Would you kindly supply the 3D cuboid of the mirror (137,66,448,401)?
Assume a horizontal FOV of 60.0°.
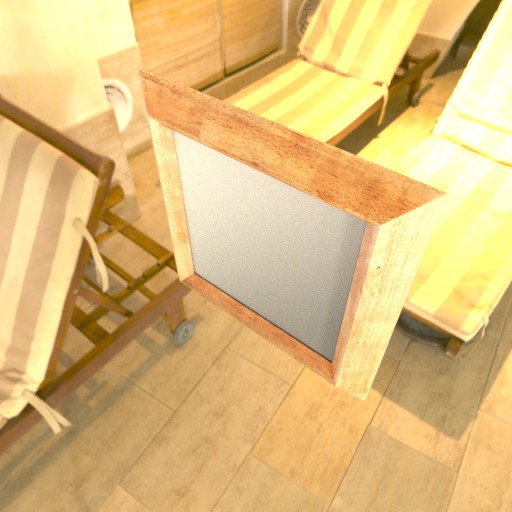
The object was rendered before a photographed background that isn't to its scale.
[{"bbox_3d":[0.000,0.000,0.982,0.651,0.651,0.047,30,54,25],"label":"mirror"}]
